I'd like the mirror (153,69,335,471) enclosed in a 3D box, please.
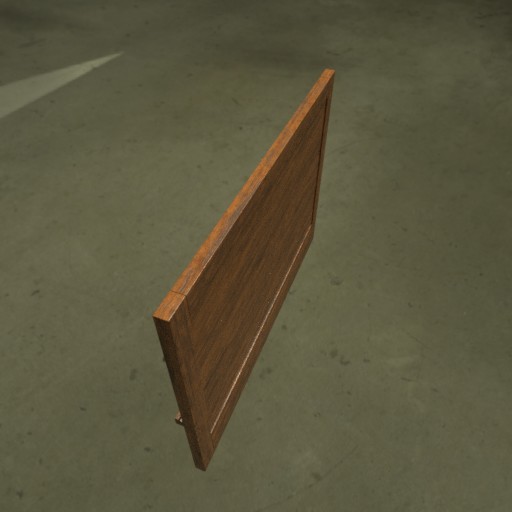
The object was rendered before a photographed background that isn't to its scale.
[{"bbox_3d":[0.000,0.000,0.982,0.084,0.537,0.758,17,49,15],"label":"mirror"}]
